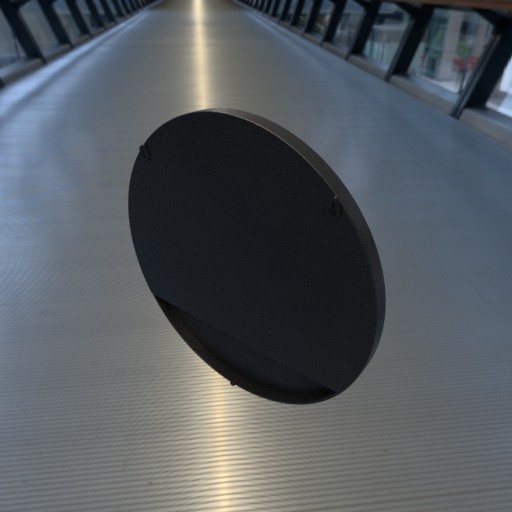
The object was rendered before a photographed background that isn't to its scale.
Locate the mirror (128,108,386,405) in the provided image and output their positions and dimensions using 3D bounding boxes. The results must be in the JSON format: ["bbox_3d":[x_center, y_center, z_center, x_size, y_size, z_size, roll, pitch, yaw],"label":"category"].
[{"bbox_3d":[0.000,0.000,0.692,0.457,0.457,0.133,22,37,32],"label":"mirror"}]
